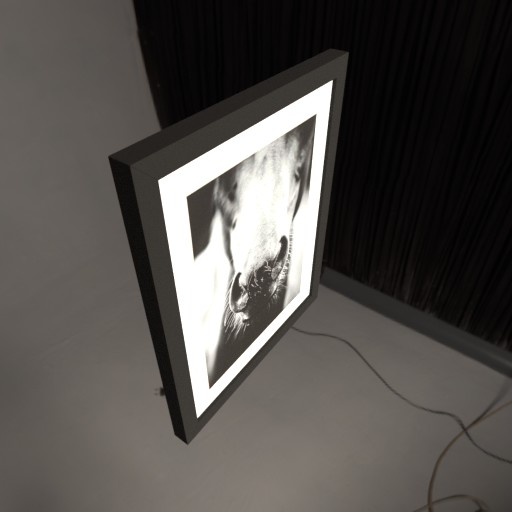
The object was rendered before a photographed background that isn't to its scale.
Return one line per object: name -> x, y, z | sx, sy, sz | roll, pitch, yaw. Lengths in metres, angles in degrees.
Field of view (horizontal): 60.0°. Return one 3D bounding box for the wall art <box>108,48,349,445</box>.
wall art -> 0.000, 0.000, 0.547 | 0.024, 0.404, 0.329 | 26, 47, 27
